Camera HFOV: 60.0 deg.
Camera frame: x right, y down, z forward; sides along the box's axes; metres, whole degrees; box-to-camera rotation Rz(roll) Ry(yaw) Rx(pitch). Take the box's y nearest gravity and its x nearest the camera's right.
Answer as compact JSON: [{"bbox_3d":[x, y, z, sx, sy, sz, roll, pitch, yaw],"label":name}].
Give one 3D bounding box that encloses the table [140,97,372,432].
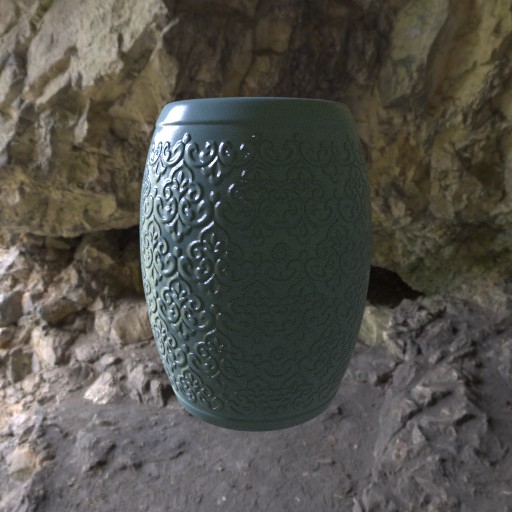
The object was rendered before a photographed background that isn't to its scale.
[{"bbox_3d":[0.000,0.000,0.615,0.309,0.397,0.309,0,14,0],"label":"table"}]
